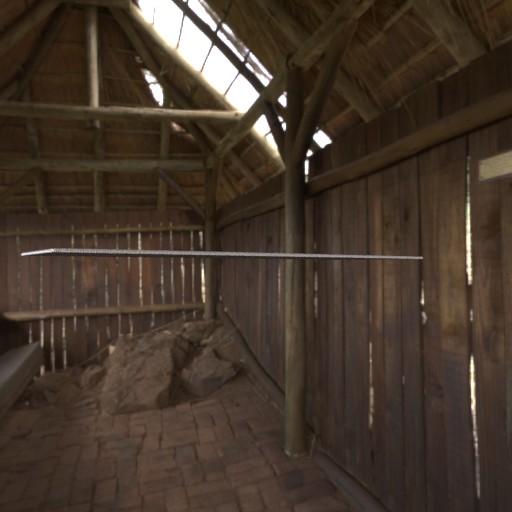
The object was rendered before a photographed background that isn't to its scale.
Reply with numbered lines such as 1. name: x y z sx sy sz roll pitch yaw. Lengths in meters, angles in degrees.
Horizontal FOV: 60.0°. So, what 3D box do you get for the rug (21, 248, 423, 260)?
1. rug: 0.000 0.000 2.526 2.297 0.019 0.659 1 -2 -37
